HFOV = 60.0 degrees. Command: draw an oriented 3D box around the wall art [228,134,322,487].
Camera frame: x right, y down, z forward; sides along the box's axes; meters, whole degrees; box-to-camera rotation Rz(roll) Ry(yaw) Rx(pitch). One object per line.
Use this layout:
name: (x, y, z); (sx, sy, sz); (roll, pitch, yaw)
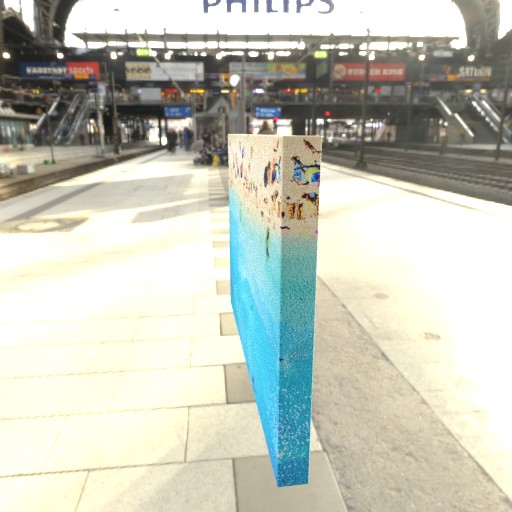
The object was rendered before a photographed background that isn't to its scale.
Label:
wall art: (0.000, 0.000, 1.126); (0.057, 0.595, 0.894); (-2, 16, -8)
